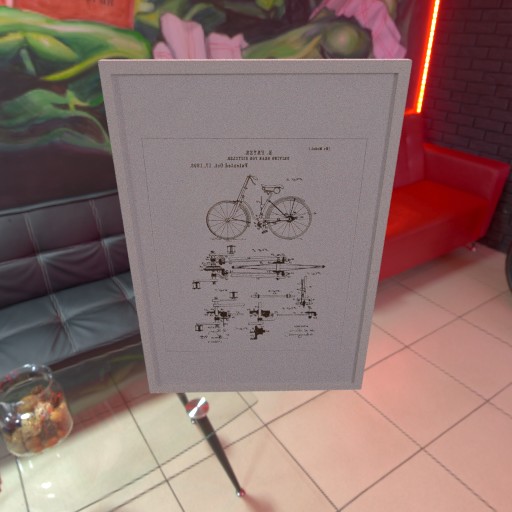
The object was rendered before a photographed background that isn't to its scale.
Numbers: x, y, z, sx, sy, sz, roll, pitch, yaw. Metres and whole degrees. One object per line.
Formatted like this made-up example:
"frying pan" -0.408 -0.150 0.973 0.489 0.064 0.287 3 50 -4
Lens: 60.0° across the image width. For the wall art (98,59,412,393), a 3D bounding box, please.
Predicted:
"wall art" 0.000 0.000 0.588 0.332 0.477 0.015 -1 29 -1
